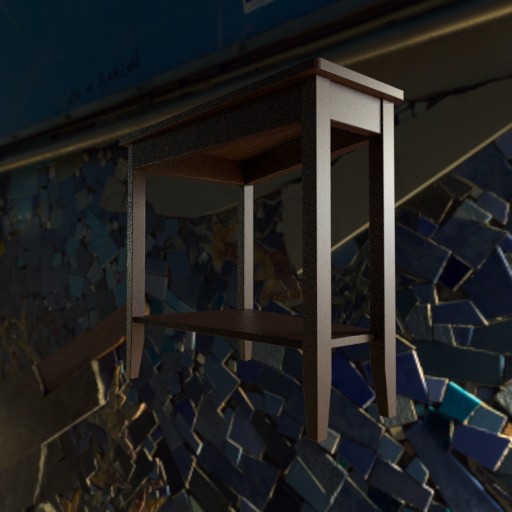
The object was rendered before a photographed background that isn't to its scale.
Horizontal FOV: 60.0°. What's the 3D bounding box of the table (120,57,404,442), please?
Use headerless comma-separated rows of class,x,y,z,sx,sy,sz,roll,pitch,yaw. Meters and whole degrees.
table,0.000,0.000,0.971,0.399,0.589,0.605,1,-2,-37
